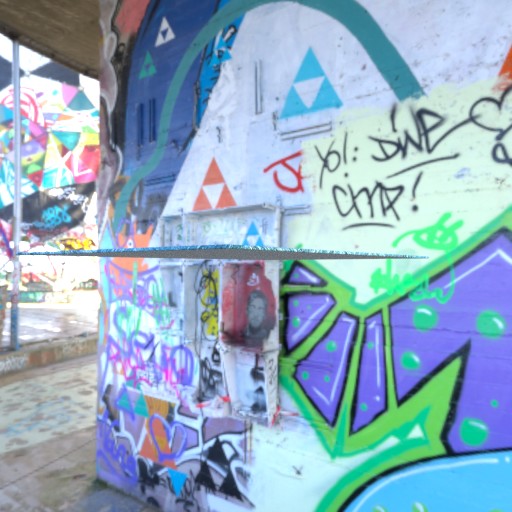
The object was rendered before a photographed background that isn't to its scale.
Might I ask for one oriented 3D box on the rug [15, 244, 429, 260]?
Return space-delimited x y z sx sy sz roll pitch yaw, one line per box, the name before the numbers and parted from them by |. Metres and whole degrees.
rug | 0.000 0.000 2.813 1.490 0.015 2.277 -1 -2 37
